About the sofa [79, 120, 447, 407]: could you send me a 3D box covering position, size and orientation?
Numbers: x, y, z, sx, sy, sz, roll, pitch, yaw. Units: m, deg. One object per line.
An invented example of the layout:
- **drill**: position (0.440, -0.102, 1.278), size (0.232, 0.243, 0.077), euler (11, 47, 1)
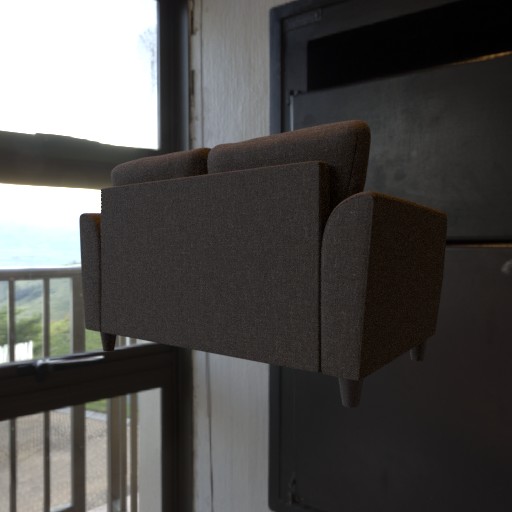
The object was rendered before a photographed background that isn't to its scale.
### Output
- **sofa**: position (0.000, 0.000, 1.974), size (1.423, 0.885, 0.851), euler (1, 1, 36)
